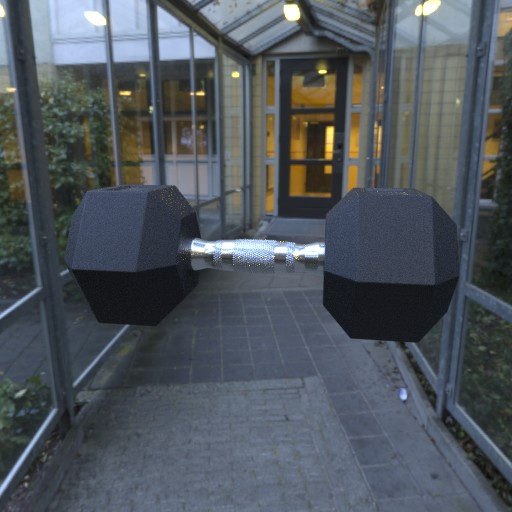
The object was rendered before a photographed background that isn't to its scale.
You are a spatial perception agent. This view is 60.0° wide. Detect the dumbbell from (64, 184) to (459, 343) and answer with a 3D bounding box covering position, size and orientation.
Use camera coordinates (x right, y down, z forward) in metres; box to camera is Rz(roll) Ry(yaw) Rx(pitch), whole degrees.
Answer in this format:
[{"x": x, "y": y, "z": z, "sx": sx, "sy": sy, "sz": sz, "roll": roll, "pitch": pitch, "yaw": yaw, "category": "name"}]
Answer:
[{"x": 0.000, "y": 0.000, "z": 0.414, "sx": 0.337, "sy": 0.123, "sz": 0.142, "roll": 2, "pitch": 14, "yaw": 9, "category": "dumbbell"}]
